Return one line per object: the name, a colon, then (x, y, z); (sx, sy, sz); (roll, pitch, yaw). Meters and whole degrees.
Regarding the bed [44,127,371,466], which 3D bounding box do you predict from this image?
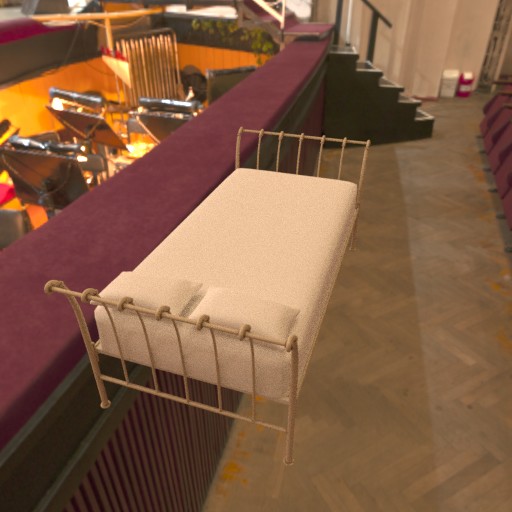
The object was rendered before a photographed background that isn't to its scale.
bed: (0.000, 0.000, 2.708); (1.032, 0.873, 2.228); (10, 34, 16)
